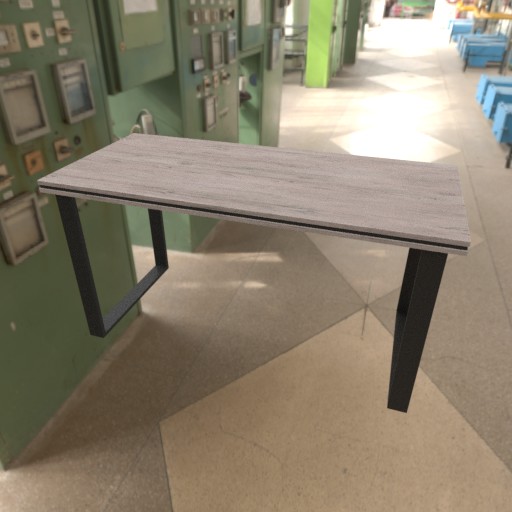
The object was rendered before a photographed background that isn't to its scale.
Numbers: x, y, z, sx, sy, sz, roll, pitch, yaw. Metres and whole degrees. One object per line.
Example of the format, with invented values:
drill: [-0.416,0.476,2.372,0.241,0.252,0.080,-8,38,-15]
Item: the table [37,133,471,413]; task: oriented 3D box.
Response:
table: [0.000,0.000,2.276,1.778,0.899,0.795,10,32,16]
